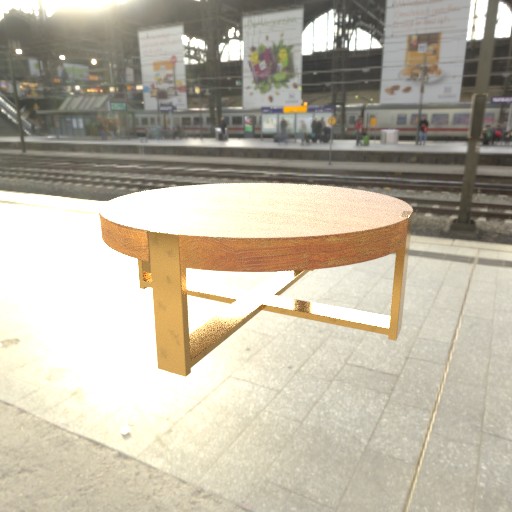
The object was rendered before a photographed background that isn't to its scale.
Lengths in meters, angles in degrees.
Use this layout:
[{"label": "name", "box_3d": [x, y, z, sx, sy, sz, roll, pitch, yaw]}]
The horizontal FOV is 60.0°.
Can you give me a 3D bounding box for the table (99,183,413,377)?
[{"label": "table", "box_3d": [0.000, 0.000, 1.703, 1.100, 0.420, 1.100, 0, 16, 0]}]
